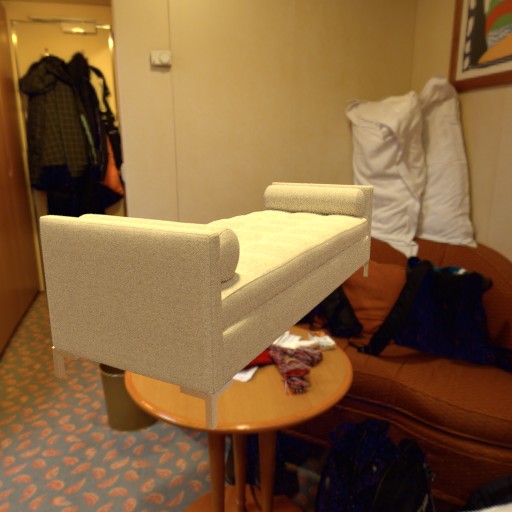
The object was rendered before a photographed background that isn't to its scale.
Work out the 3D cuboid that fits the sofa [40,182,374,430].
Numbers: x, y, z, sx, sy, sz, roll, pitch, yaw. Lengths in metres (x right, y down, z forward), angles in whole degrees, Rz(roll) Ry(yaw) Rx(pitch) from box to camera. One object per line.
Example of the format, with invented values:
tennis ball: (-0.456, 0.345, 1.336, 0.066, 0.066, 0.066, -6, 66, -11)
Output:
sofa: (0.000, 0.000, 2.451, 0.797, 0.655, 2.102, 7, 15, 27)
